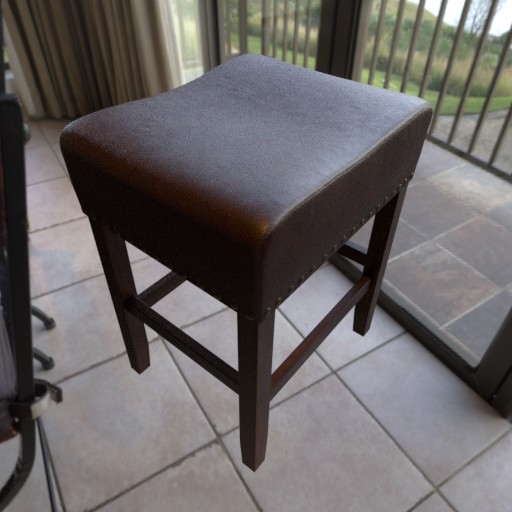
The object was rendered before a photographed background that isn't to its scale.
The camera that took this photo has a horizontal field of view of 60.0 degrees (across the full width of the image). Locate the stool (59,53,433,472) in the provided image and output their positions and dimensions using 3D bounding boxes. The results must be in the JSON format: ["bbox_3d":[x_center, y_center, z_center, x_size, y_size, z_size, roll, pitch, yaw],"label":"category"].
[{"bbox_3d":[0.000,0.000,0.884,0.397,0.608,0.465,29,49,28],"label":"stool"}]
